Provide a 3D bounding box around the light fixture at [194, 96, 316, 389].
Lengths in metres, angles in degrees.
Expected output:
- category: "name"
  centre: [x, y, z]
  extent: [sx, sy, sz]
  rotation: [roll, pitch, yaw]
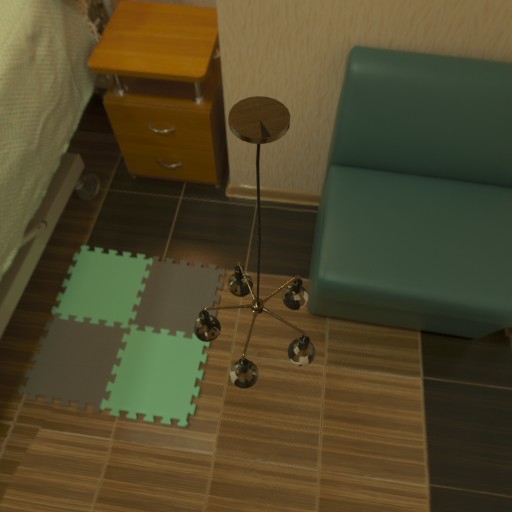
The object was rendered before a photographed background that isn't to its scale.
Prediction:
- category: "light fixture"
  centre: [0.000, 0.000, 1.213]
  extent: [0.438, 0.988, 0.421]
  rotation: [-18, 60, -11]
